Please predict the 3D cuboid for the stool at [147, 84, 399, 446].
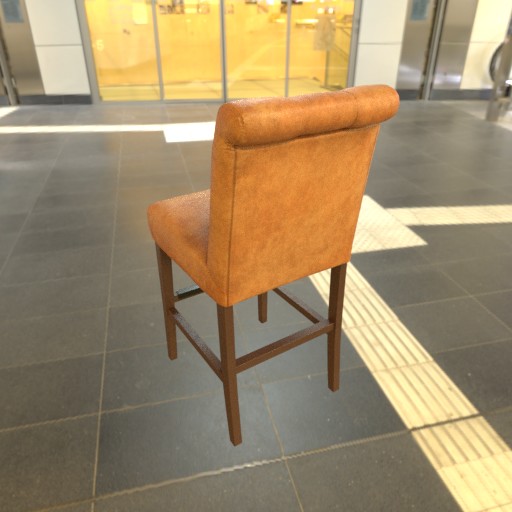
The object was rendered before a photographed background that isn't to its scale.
[{"bbox_3d":[0.000,0.000,1.399,0.493,1.047,0.601,-18,34,-29],"label":"stool"}]
